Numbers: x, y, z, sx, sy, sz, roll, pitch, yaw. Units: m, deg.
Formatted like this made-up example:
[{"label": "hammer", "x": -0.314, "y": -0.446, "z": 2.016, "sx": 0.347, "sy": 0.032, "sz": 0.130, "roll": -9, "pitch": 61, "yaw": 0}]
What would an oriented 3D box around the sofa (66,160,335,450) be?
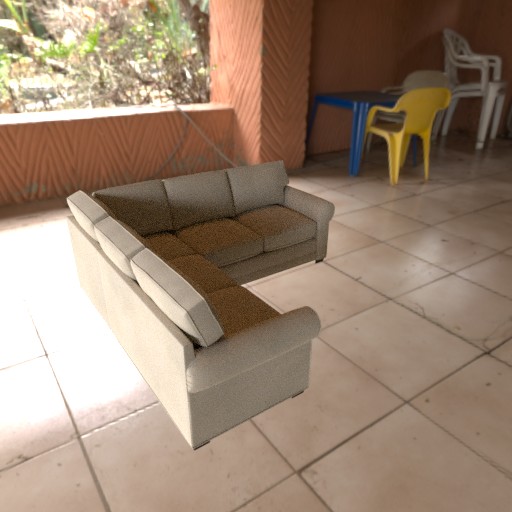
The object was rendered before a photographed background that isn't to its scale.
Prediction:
[{"label": "sofa", "x": 0.000, "y": 0.000, "z": 3.958, "sx": 2.569, "sy": 1.054, "sz": 2.487, "roll": -17, "pitch": 31, "yaw": -31}]
